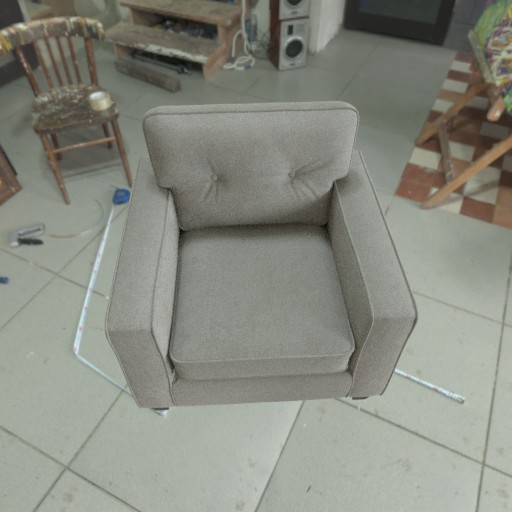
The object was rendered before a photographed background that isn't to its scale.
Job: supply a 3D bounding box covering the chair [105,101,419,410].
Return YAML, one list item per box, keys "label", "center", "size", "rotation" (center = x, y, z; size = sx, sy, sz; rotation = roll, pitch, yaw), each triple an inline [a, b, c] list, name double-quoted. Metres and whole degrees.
- label: "chair"
  center: [0.000, 0.000, 1.795]
  size: [1.015, 0.965, 0.939]
  rotation: [-2, 48, -2]
